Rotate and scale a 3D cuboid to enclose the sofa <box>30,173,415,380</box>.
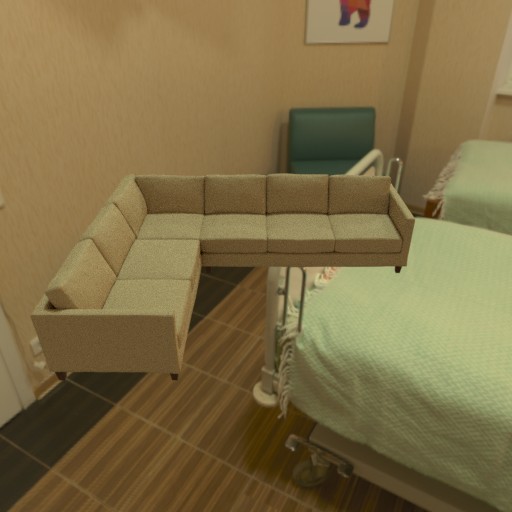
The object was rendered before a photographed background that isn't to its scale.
[{"bbox_3d":[0.000,0.000,4.259,3.182,0.863,2.432,0,32,0],"label":"sofa"}]
